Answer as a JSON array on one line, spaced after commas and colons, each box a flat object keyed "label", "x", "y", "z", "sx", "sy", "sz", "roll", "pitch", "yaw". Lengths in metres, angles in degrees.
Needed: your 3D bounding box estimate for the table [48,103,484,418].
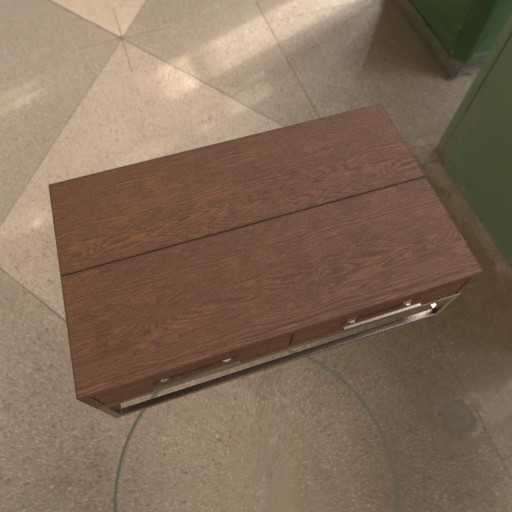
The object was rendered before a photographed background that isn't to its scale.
[{"label": "table", "x": 0.000, "y": 0.000, "z": 1.505, "sx": 1.167, "sy": 0.361, "sz": 0.719, "roll": -16, "pitch": 64, "yaw": -8}]
